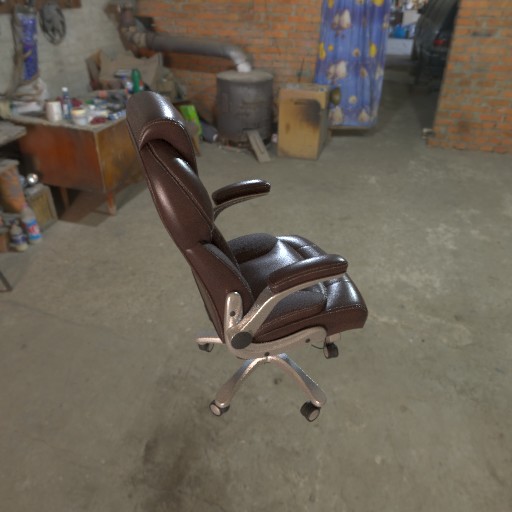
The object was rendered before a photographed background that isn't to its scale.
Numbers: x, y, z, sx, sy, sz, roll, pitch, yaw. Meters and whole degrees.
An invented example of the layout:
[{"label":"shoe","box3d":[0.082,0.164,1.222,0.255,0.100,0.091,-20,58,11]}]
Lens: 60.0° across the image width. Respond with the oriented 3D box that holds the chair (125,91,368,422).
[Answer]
[{"label":"chair","box3d":[0.000,0.000,1.645,0.774,1.160,0.733,-10,32,-16]}]
